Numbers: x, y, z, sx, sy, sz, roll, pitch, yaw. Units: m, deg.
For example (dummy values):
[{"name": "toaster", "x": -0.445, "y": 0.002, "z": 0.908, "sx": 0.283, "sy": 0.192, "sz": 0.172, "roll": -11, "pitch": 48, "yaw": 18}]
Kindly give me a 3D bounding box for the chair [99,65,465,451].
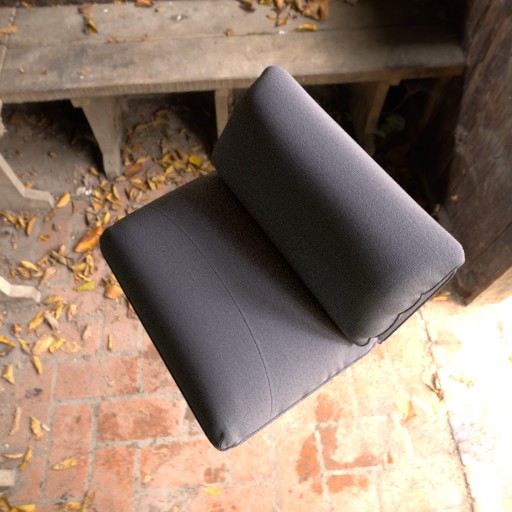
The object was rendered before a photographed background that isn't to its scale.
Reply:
[{"name": "chair", "x": 0.000, "y": 0.000, "z": 1.341, "sx": 0.780, "sy": 0.580, "sz": 0.820, "roll": -31, "pitch": 67, "yaw": -15}]
